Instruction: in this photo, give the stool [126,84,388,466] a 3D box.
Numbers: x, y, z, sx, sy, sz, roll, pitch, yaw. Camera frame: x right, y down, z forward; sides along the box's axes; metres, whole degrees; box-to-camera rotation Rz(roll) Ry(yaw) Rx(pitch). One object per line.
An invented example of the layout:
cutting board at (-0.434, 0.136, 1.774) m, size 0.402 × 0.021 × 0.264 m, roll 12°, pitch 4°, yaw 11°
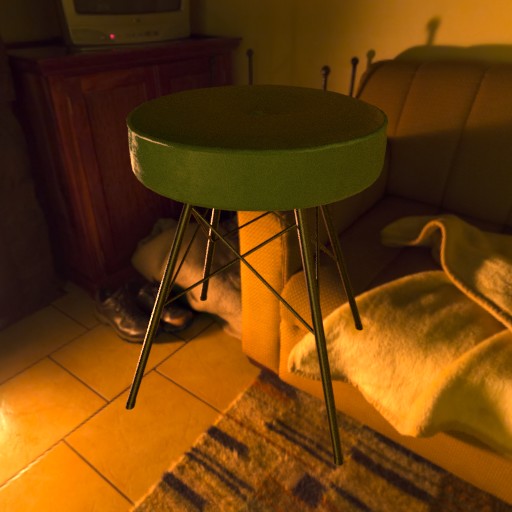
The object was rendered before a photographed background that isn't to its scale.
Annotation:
stool at (0.000, 0.000, 0.885) m, size 0.457 × 0.595 × 0.430 m, roll 9°, pitch 32°, yaw 14°
